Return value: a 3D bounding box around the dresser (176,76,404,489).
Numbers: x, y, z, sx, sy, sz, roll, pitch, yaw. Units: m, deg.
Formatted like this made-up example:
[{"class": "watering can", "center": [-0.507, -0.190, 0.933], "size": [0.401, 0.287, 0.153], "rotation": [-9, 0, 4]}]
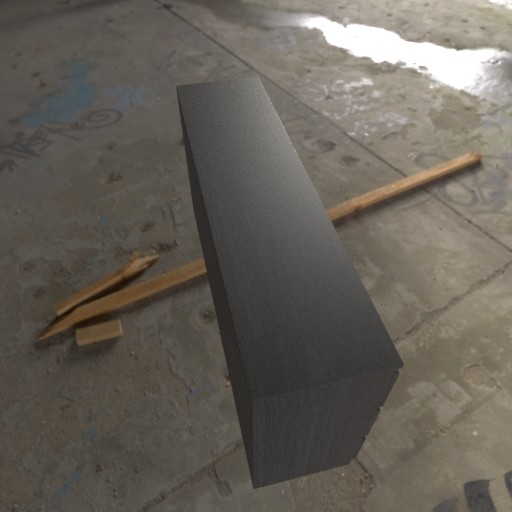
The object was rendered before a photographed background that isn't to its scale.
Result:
[{"class": "dresser", "center": [0.000, 0.000, 1.913], "size": [0.400, 0.795, 1.590], "rotation": [-10, 49, -9]}]
